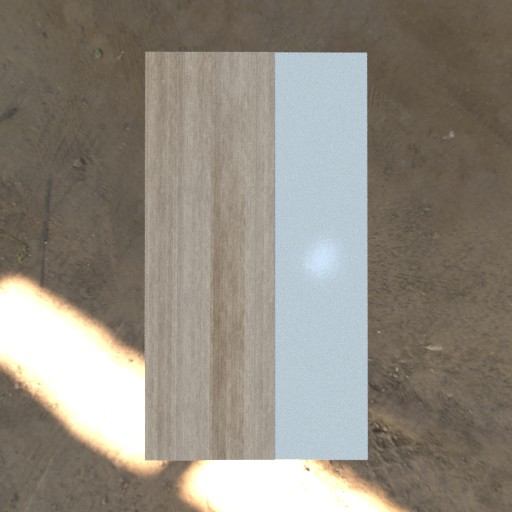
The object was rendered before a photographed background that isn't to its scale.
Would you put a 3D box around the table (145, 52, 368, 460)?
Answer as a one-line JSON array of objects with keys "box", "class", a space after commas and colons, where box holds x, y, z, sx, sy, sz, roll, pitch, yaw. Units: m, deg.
[{"box": [0.000, 0.000, 1.369, 0.600, 0.350, 1.100, 0, 90, 0], "class": "table"}]
